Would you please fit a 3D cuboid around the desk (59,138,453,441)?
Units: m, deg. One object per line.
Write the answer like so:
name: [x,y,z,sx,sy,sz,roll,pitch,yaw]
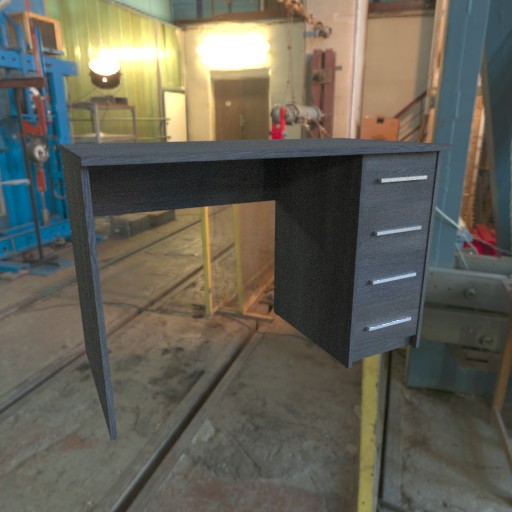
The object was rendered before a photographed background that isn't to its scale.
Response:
desk: [0.000,0.000,1.491,1.096,0.730,0.560,-9,19,-26]
